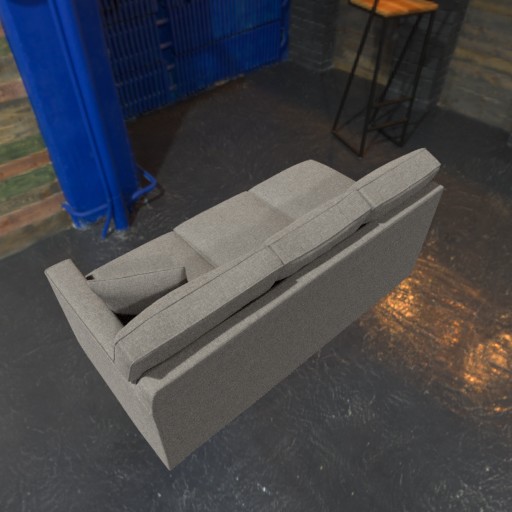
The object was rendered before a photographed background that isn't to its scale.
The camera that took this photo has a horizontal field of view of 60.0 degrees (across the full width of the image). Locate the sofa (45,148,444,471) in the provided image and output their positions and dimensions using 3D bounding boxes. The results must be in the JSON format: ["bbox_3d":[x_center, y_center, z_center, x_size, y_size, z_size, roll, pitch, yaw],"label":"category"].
[{"bbox_3d":[0.000,0.000,2.512,1.963,0.946,1.034,-31,52,-28],"label":"sofa"}]
